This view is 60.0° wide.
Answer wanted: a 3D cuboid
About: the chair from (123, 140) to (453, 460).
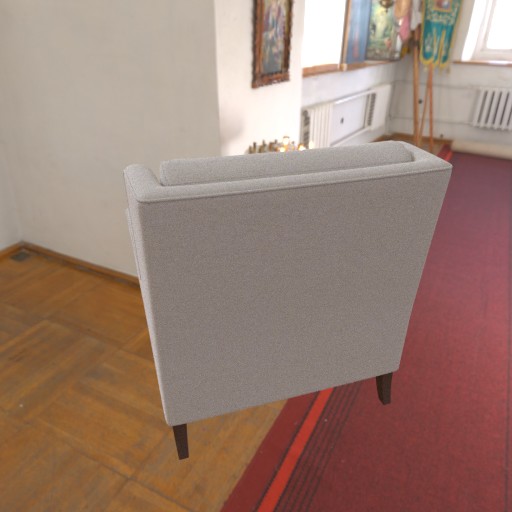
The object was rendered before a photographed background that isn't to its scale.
[{"bbox_3d":[0.000,0.000,1.853,0.982,1.056,1.040,-9,30,-16],"label":"chair"}]
